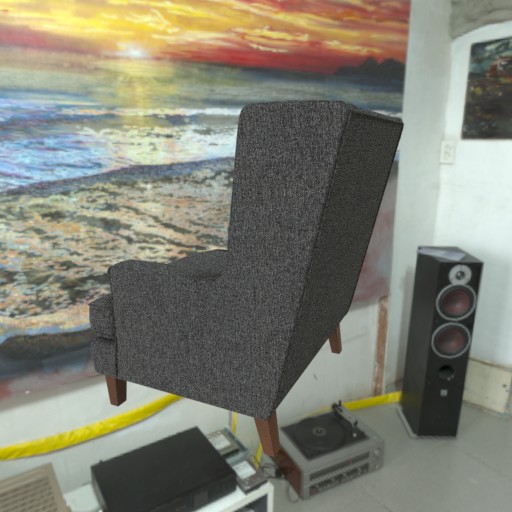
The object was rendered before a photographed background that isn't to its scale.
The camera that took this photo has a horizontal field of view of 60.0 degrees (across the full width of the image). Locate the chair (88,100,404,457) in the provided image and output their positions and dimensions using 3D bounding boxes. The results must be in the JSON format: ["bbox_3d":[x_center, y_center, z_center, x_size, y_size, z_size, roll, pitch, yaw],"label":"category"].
[{"bbox_3d":[0.000,0.000,1.760,0.927,1.082,0.942,7,16,25],"label":"chair"}]
